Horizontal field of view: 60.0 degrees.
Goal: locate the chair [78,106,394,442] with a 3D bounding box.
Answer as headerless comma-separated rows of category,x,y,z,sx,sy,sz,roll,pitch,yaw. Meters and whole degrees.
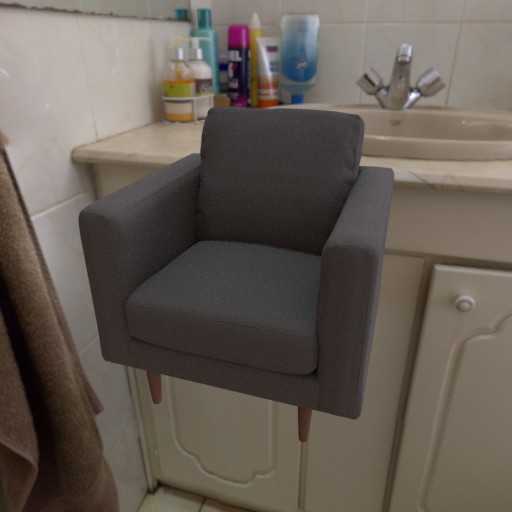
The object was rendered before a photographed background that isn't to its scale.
chair,0.000,0.000,1.550,0.854,0.927,0.800,8,27,16
